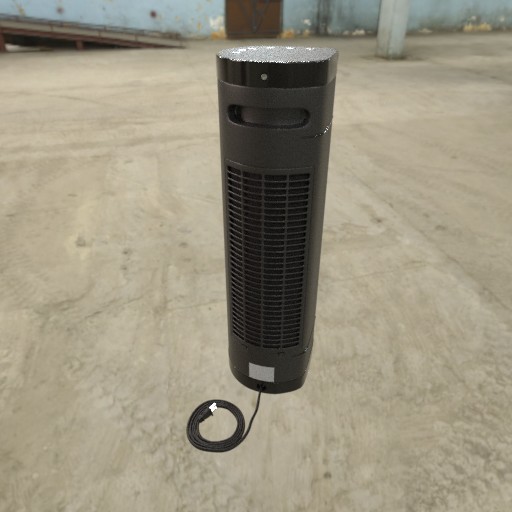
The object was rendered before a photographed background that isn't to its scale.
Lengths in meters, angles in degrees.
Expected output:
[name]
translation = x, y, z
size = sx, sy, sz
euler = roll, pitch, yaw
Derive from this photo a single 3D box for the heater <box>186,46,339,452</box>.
[heater]
translation = 0.000, 0.000, 0.674
size = 0.174, 0.552, 0.312
euler = 8, 32, 13
